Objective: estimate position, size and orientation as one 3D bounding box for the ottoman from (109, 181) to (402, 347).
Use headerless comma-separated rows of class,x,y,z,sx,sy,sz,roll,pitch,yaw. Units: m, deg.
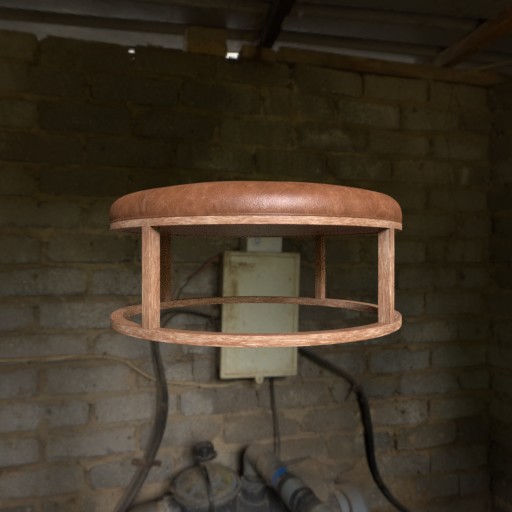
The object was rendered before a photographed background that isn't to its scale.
ottoman,0.000,0.000,1.595,1.006,0.445,1.006,0,0,0
